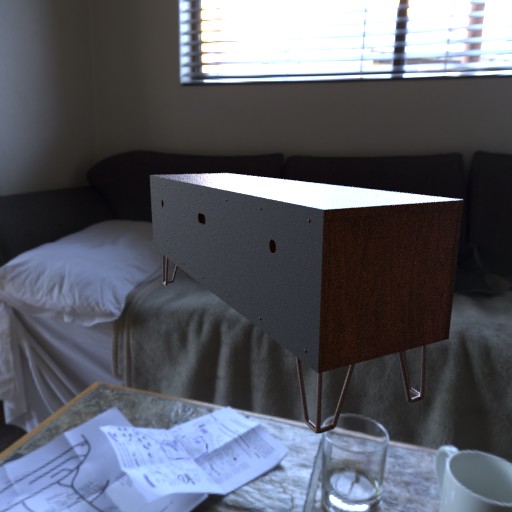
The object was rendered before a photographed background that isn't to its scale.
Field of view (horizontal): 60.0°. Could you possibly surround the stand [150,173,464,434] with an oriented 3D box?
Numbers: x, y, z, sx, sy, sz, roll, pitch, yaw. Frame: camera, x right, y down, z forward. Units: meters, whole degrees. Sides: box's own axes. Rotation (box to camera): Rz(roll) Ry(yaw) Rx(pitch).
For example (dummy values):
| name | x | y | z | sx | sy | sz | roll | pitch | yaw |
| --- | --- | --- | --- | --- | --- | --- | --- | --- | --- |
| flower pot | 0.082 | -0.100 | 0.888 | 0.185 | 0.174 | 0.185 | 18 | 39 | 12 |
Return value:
| name | x | y | z | sx | sy | sz | roll | pitch | yaw |
| --- | --- | --- | --- | --- | --- | --- | --- | --- | --- |
| stand | 0.000 | 0.000 | 1.877 | 0.481 | 0.610 | 1.626 | -7 | 15 | -26 |
